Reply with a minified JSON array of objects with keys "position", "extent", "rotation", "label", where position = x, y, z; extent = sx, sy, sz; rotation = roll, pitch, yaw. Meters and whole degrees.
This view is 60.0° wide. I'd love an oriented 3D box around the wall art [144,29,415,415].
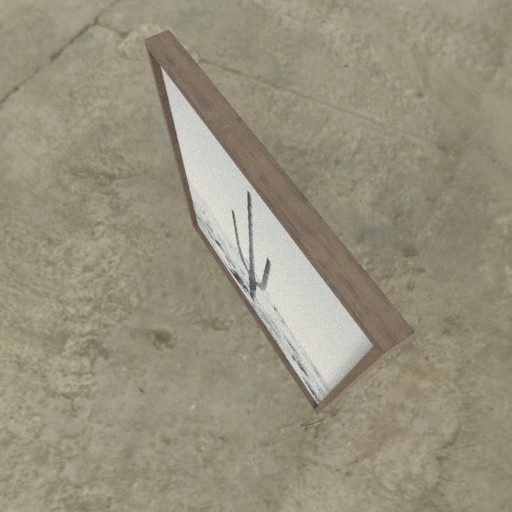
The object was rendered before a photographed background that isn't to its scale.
[{"position":[0.000,0.000,0.742],"extent":[0.038,0.508,0.508],"rotation":[-30,68,-14],"label":"wall art"}]
